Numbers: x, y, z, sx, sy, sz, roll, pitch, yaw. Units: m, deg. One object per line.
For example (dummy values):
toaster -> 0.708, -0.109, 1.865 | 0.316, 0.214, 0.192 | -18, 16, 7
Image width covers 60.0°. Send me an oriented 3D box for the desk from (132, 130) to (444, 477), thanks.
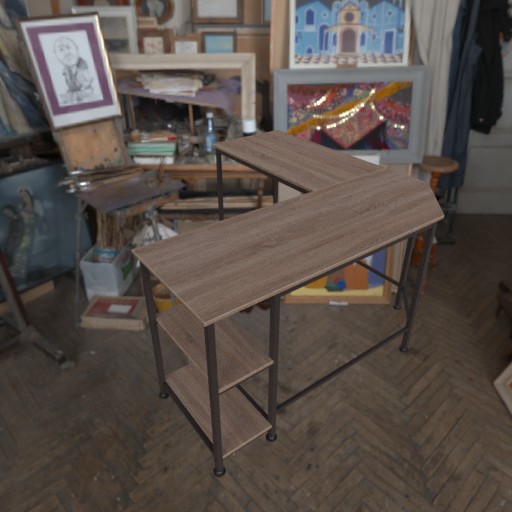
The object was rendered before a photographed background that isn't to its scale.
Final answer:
desk -> 0.000, 0.000, 2.239 | 1.379, 0.739, 1.379 | -21, 37, -31
